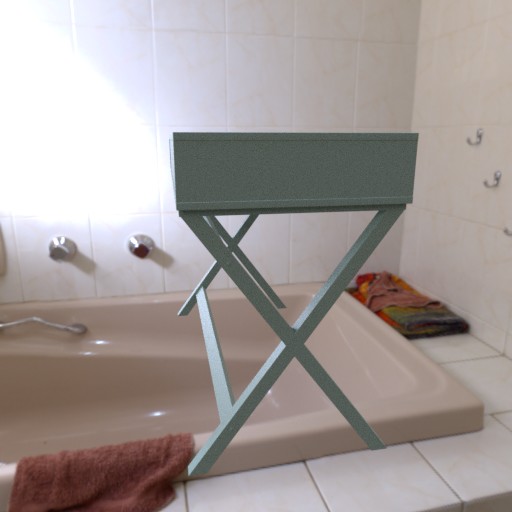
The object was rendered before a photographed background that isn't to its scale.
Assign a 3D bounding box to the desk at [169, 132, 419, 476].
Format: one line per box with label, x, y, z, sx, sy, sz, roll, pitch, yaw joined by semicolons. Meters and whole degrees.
desk;0.000;0.000;1.478;0.525;0.780;1.057;-3;15;-11
